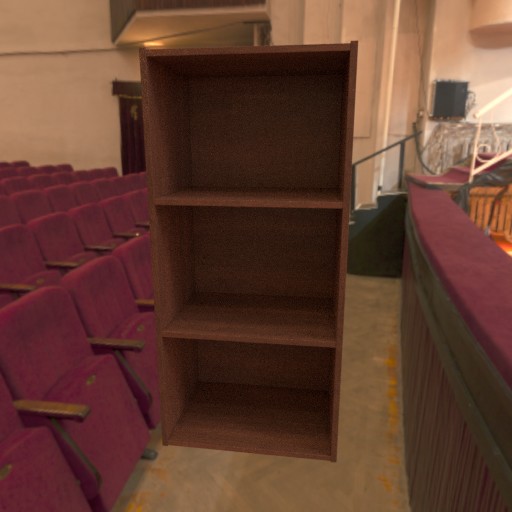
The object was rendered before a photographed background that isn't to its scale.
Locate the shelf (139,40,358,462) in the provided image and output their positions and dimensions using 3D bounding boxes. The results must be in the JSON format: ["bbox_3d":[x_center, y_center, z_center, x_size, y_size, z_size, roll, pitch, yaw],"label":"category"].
[{"bbox_3d":[0.000,0.000,1.065,0.414,0.879,0.290,2,14,8],"label":"shelf"}]
